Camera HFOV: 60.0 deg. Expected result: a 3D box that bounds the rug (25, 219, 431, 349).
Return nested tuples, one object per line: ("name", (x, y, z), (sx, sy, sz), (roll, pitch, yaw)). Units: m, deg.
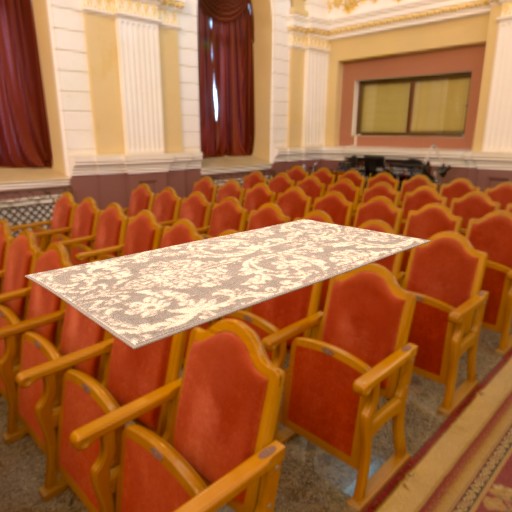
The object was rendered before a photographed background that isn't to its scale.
("rug", (0.000, 0.000, 1.435), (1.219, 0.007, 0.604), (-15, 21, -42))
